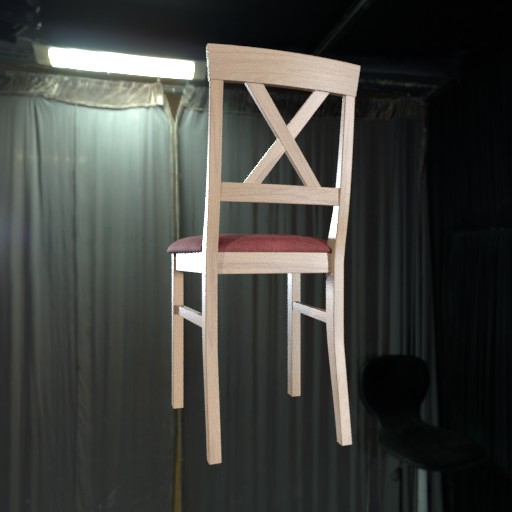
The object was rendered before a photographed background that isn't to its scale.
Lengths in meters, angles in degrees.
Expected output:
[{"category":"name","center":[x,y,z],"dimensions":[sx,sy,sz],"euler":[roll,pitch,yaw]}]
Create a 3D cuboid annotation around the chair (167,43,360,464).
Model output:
[{"category":"chair","center":[0.000,0.000,1.220],"dimensions":[0.439,0.912,0.492],"euler":[0,0,-17]}]
